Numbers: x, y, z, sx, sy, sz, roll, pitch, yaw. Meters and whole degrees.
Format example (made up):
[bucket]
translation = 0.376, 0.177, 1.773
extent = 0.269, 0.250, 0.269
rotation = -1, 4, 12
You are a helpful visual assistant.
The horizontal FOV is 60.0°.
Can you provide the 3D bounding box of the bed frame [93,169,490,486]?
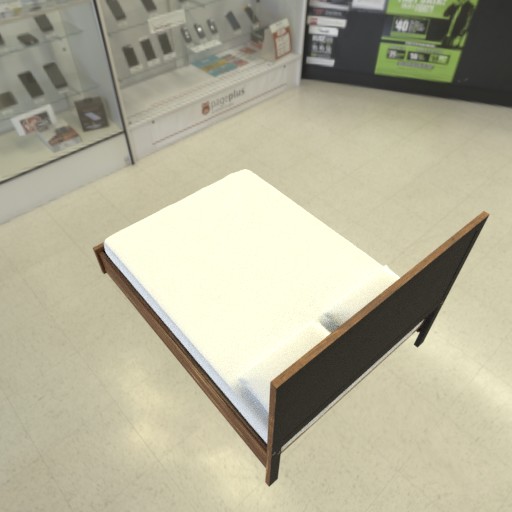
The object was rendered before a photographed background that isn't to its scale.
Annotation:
[bed frame]
translation = 0.000, 0.000, 3.352
extent = 1.696, 1.417, 2.276
rotation = -32, 55, -26
